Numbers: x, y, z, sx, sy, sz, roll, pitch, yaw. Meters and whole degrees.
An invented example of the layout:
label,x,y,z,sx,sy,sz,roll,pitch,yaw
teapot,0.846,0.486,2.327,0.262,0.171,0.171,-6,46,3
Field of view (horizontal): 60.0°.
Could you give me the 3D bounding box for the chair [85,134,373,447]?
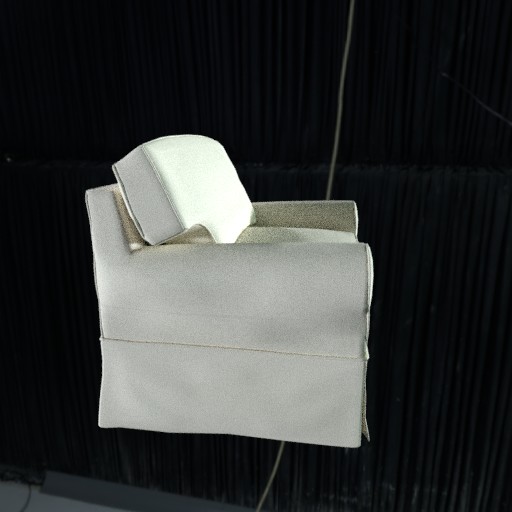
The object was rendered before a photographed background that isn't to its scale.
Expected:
label,x,y,z,sx,sy,sz,roll,pitch,yaw
chair,0.000,0.000,1.815,0.904,0.958,1.099,3,15,9
